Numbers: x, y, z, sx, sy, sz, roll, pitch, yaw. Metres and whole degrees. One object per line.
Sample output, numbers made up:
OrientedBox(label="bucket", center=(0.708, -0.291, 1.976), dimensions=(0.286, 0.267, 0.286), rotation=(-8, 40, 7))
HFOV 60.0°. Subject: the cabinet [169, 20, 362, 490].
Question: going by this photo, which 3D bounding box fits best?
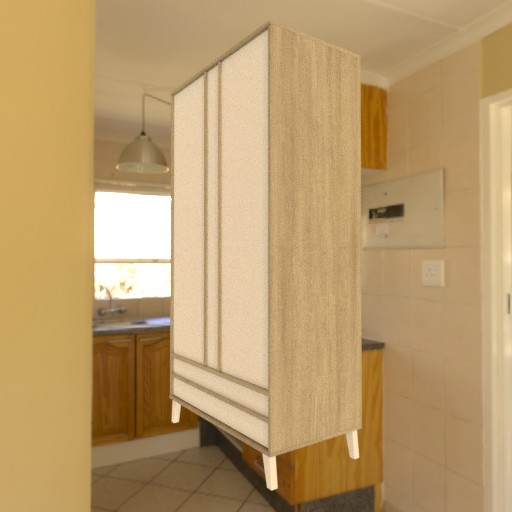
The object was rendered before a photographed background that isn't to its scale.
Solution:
OrientedBox(label="cabinet", center=(0.000, 0.000, 2.450), dimensions=(0.571, 1.999, 1.006), rotation=(1, -1, -35))
